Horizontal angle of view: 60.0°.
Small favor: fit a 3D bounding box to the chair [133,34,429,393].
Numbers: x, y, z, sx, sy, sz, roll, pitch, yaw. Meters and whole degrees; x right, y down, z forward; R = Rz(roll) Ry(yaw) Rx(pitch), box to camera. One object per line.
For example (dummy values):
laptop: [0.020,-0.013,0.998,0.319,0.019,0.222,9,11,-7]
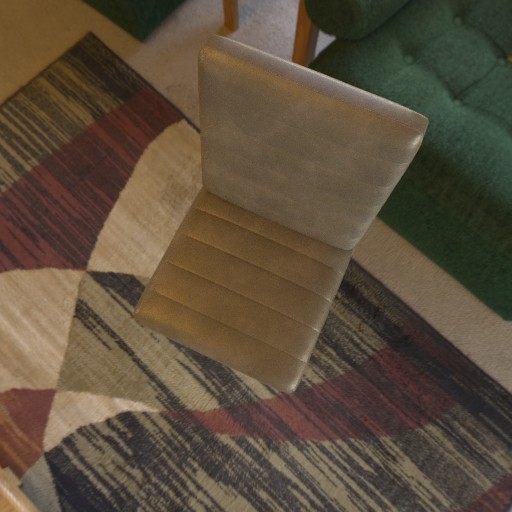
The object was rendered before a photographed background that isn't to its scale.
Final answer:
chair: [0.000,0.000,1.293,0.520,0.930,0.634,24,77,6]
